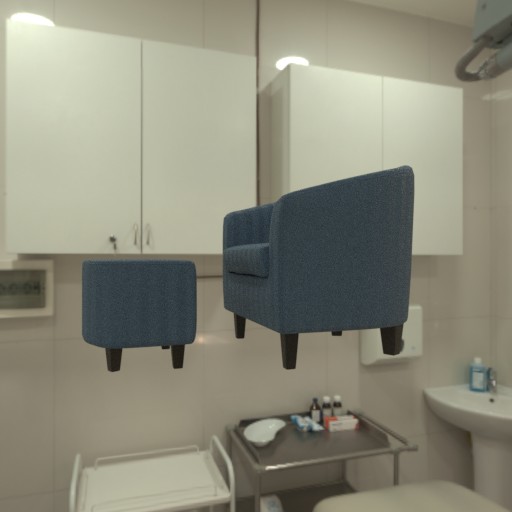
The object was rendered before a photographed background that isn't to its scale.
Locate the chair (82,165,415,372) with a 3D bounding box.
[{"bbox_3d":[0.000,0.000,1.761,1.288,0.757,0.756,0,0,-19],"label":"chair"}]
